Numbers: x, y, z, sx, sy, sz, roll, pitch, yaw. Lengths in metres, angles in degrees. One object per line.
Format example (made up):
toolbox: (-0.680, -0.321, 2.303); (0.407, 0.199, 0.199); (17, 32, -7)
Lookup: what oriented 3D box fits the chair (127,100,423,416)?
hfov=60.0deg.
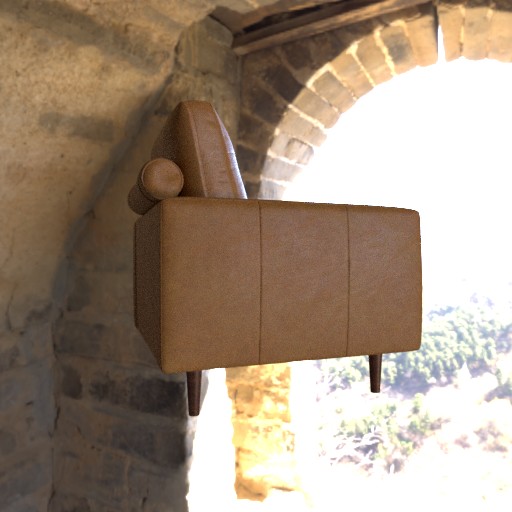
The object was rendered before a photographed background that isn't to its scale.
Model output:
chair: (0.000, 0.000, 1.599); (0.868, 0.896, 0.831); (0, 0, -20)
